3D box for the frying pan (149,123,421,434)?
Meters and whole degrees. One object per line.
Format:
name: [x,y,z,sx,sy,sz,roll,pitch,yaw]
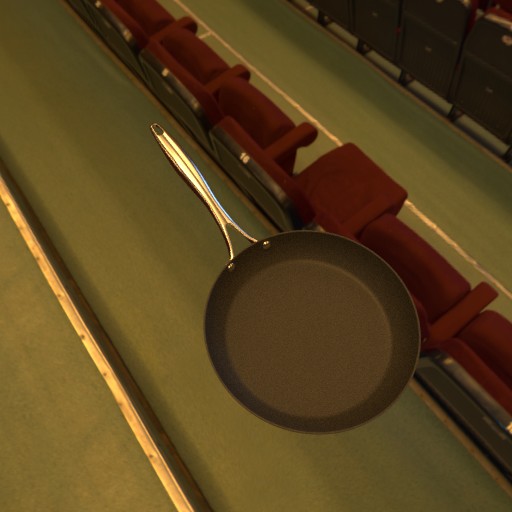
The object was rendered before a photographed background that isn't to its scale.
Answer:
frying pan: [0.000,0.000,0.568,0.255,0.105,0.472,-33,65,-18]
